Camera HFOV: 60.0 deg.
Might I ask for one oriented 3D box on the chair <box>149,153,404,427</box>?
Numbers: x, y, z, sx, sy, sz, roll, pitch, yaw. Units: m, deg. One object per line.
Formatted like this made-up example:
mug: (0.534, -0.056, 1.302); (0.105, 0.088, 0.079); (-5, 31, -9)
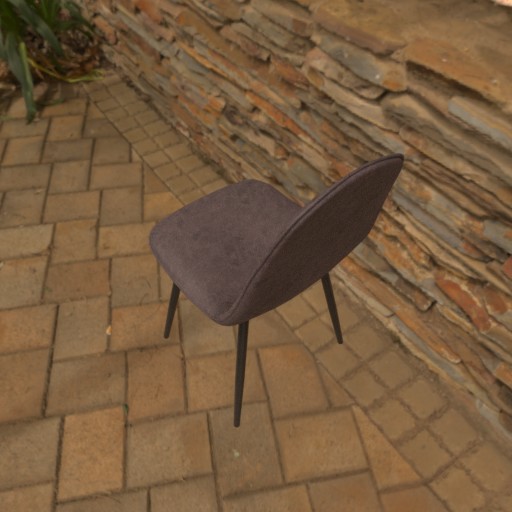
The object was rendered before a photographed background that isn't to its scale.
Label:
chair: (0.000, 0.000, 1.205); (0.472, 0.889, 0.561); (-31, 55, -25)
